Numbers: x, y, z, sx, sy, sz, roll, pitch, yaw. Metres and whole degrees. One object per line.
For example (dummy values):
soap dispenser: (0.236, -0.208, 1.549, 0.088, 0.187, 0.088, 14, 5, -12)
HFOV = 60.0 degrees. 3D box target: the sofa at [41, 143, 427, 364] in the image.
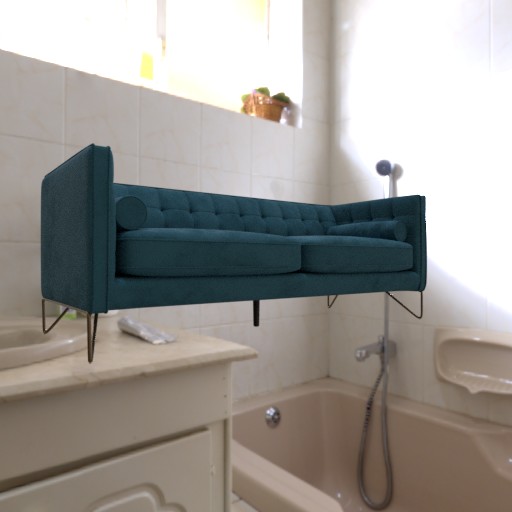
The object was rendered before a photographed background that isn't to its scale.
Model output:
sofa: (0.000, 0.000, 2.492, 2.087, 0.789, 0.867, 1, -1, -37)
